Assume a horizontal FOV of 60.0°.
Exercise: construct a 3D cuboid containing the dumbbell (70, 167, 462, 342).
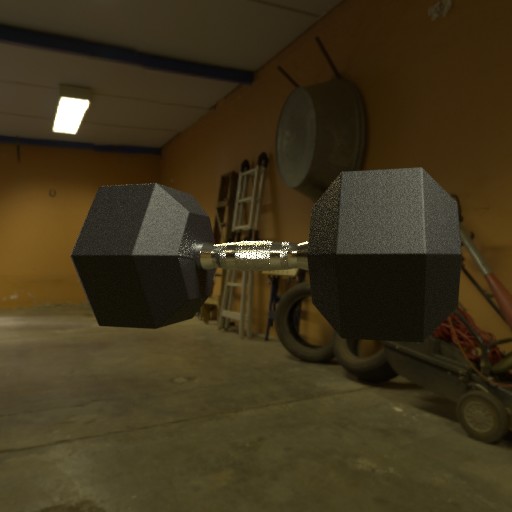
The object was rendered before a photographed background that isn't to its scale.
[{"bbox_3d":[0.000,0.000,0.467,0.384,0.150,0.173,0,-1,17],"label":"dumbbell"}]
